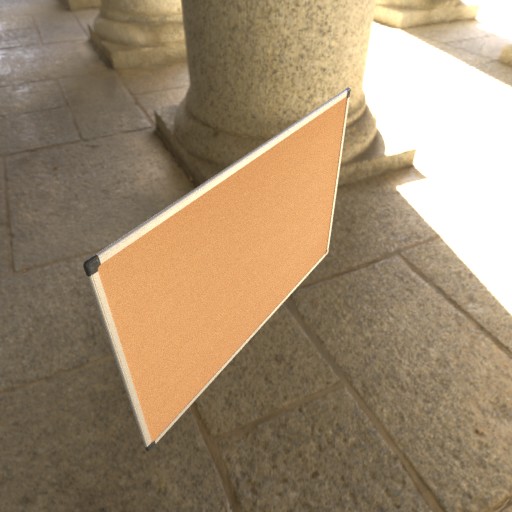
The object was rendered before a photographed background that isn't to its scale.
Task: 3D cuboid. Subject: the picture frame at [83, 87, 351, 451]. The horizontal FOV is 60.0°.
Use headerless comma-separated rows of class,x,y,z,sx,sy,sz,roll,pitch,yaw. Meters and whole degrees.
picture frame,0.000,0.000,1.139,0.010,0.600,0.900,25,46,26
